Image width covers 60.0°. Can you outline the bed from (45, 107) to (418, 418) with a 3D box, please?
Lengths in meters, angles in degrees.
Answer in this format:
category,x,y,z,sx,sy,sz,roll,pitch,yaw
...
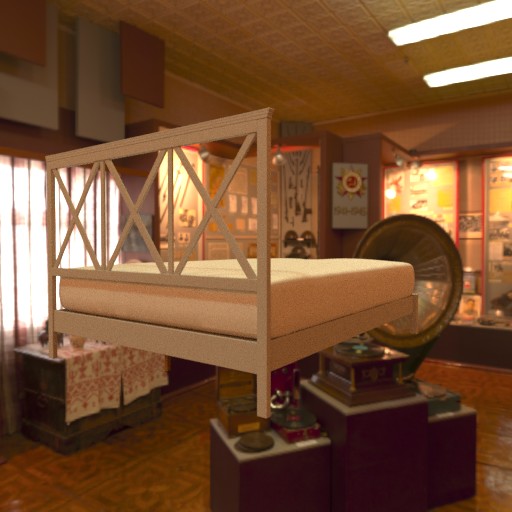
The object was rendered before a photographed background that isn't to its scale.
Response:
category,x,y,z,sx,sy,sz,roll,pitch,yaw
bed,0.000,0.000,3.130,1.673,1.253,2.135,1,2,36
